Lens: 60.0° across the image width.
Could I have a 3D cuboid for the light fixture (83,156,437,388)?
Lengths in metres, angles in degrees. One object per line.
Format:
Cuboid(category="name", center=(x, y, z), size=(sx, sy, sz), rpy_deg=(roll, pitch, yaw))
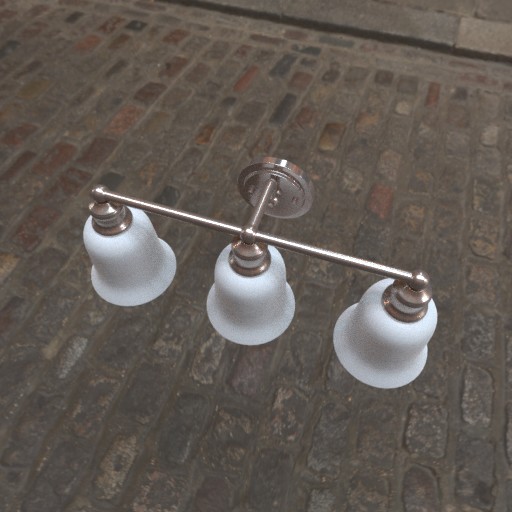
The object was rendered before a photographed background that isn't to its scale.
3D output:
Cuboid(category="light fixture", center=(0.000, 0.000, 0.653), size=(0.570, 0.211, 0.198), rpy_deg=(16, 59, 10))
